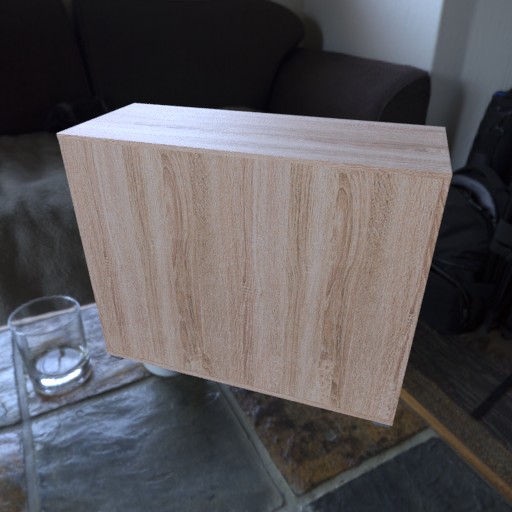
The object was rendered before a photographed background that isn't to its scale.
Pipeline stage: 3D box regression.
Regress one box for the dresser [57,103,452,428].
[{"bbox_3d":[0.000,0.000,1.583,1.100,0.900,0.450,10,32,15],"label":"dresser"}]
